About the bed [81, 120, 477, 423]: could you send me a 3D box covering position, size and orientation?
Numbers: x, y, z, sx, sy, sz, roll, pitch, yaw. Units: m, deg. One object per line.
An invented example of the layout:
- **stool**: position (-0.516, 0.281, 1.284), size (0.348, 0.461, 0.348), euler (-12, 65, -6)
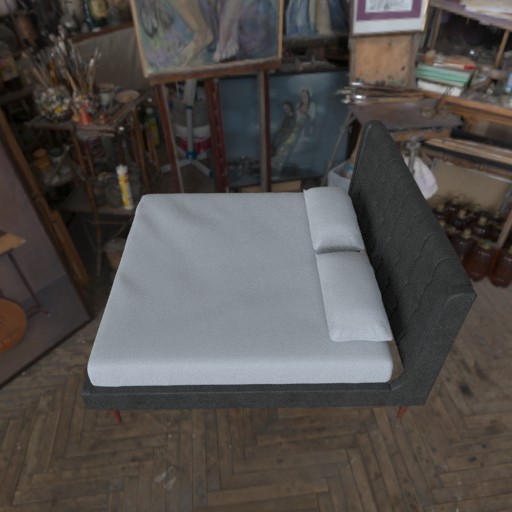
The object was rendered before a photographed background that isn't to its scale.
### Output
- **bed**: position (0.000, 0.000, 3.107), size (2.031, 1.158, 1.903), euler (-1, 41, -1)
